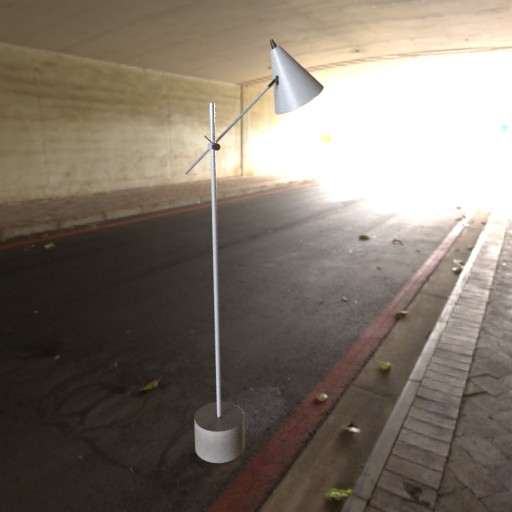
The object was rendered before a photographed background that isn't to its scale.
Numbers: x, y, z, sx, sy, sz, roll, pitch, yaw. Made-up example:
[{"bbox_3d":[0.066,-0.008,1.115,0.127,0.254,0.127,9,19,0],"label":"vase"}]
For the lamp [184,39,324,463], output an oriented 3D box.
[{"bbox_3d":[0.000,0.000,1.576,0.508,1.430,0.223,-7,16,-26],"label":"lamp"}]
